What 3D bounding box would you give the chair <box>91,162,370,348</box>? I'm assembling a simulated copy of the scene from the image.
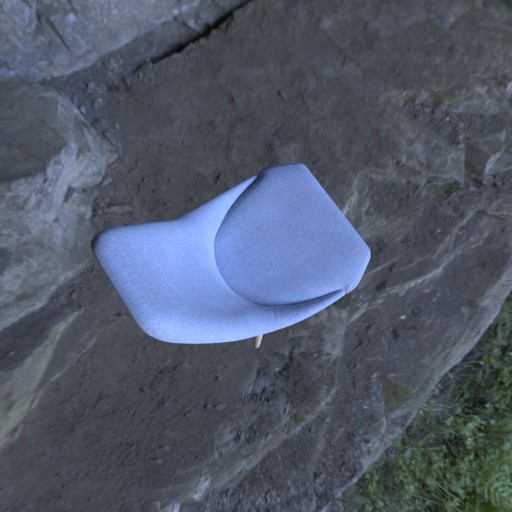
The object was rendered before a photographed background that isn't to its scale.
[{"bbox_3d":[0.000,0.000,1.384,0.660,1.040,0.510,-34,79,-8],"label":"chair"}]
